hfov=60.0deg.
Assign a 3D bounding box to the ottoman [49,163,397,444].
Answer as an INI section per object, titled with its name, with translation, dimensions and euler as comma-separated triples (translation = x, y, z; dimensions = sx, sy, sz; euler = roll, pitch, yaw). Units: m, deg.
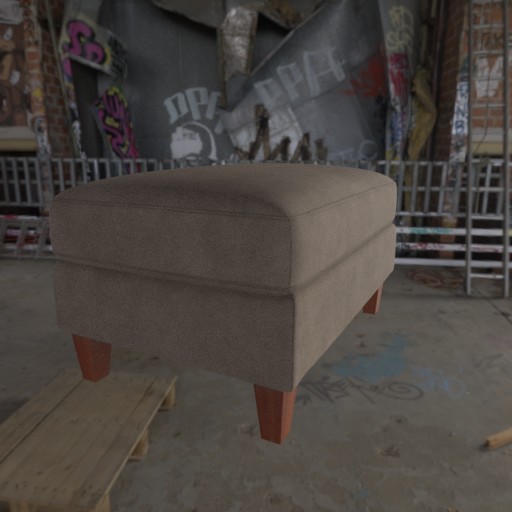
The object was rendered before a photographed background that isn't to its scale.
[ottoman]
translation = 0.000, 0.000, 1.195
dimensions = 0.584, 0.483, 0.864
euler = 7, 16, 27
